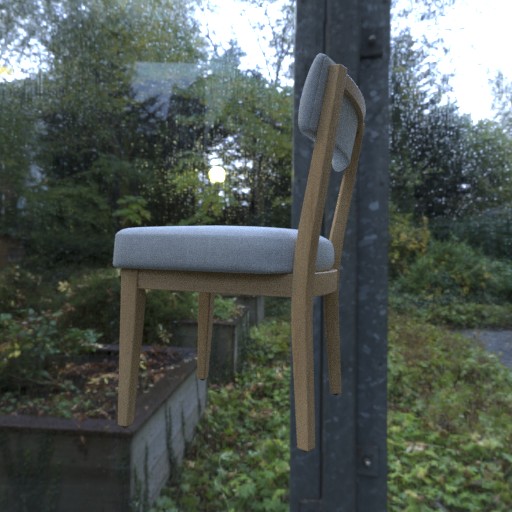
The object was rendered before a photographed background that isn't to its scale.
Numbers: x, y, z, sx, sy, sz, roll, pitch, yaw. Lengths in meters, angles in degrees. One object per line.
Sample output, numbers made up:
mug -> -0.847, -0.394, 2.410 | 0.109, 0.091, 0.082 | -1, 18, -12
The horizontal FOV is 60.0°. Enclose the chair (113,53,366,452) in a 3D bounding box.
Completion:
chair -> 0.000, 0.000, 1.196 | 0.572, 0.832, 0.508 | 0, 0, 19
